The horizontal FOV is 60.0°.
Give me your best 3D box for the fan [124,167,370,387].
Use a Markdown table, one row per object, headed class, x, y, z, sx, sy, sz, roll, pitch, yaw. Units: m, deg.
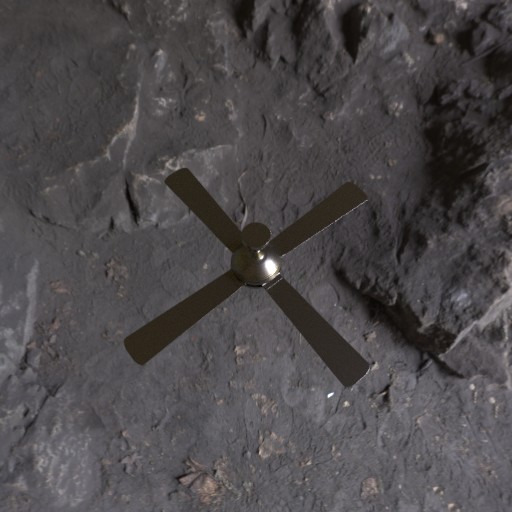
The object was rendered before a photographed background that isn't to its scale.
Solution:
| class | x | y | z | sx | sy | sz | roll | pitch | yaw |
| --- | --- | --- | --- | --- | --- | --- | --- | --- | --- |
| fan | 0.000 | 0.000 | 2.021 | 1.321 | 0.381 | 1.321 | -16 | 63 | -8 |
